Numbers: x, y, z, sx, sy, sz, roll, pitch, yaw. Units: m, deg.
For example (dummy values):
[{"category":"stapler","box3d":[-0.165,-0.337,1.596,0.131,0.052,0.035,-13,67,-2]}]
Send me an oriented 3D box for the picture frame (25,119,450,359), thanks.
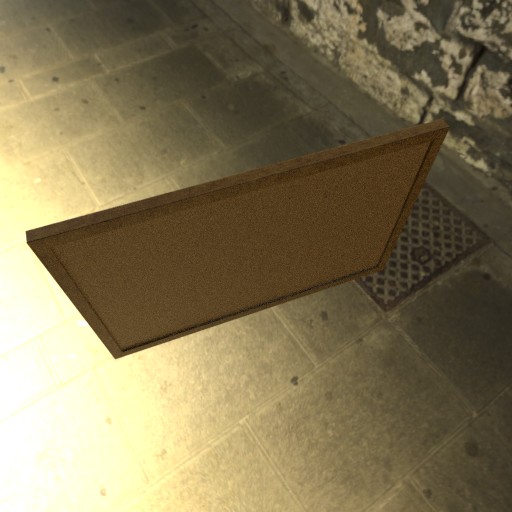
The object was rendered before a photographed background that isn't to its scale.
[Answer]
[{"category":"picture frame","box3d":[0.000,0.000,1.179,0.922,0.621,0.029,-17,59,-11]}]
